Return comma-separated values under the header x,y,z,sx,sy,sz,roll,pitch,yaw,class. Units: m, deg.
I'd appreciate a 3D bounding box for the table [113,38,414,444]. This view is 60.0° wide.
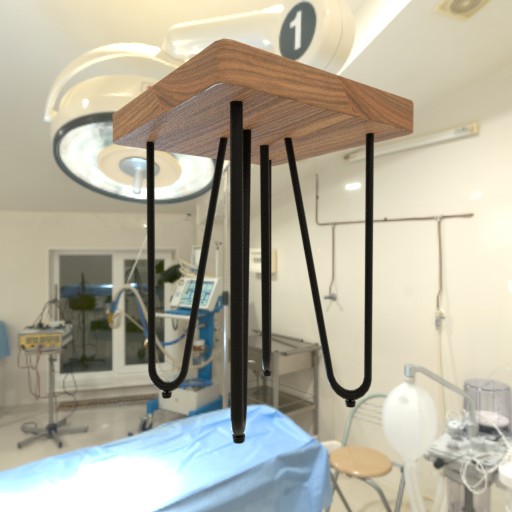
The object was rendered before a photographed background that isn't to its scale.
x,y,z,sx,sy,sz,roll,pitch,yaw,class
0.000,0.000,0.972,0.479,0.641,0.480,-1,1,-37,table
